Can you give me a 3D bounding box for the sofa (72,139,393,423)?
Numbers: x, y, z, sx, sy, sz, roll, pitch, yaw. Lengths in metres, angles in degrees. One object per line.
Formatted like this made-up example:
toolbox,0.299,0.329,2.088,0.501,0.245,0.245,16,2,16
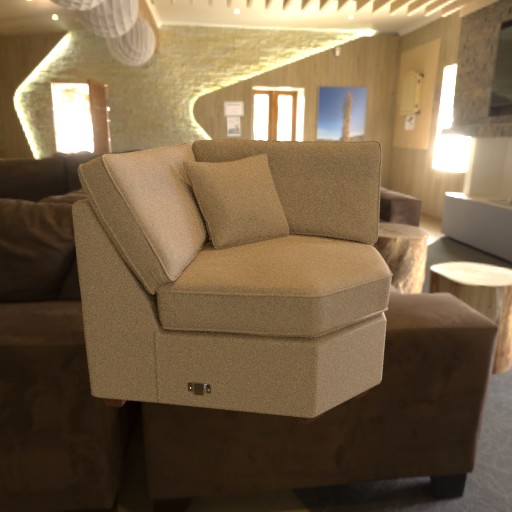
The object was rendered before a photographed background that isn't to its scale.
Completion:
sofa,0.000,0.000,1.844,1.042,0.937,1.050,2,15,9
